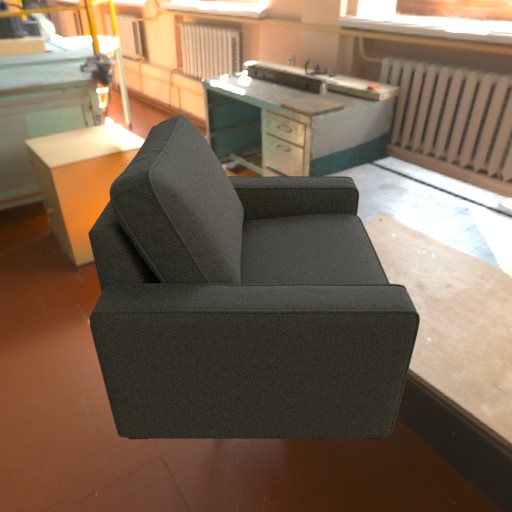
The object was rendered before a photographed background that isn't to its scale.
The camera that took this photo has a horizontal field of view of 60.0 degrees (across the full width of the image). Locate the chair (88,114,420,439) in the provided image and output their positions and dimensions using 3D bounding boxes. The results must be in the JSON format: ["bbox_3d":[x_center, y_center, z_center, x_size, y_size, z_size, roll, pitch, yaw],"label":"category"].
[{"bbox_3d":[0.000,0.000,1.689,0.940,0.919,1.017,0,32,0],"label":"chair"}]
